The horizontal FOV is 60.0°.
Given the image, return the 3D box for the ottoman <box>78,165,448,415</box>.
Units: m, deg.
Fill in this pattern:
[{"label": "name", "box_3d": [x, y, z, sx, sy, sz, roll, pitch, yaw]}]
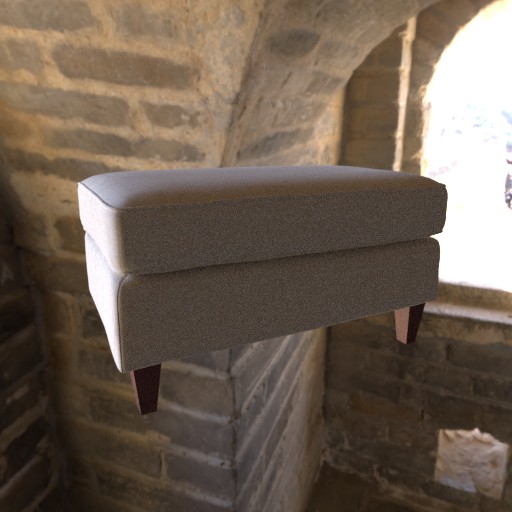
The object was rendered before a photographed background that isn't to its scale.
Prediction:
[{"label": "ottoman", "box_3d": [0.000, 0.000, 1.241, 0.862, 0.484, 0.583, -7, 16, -26]}]
